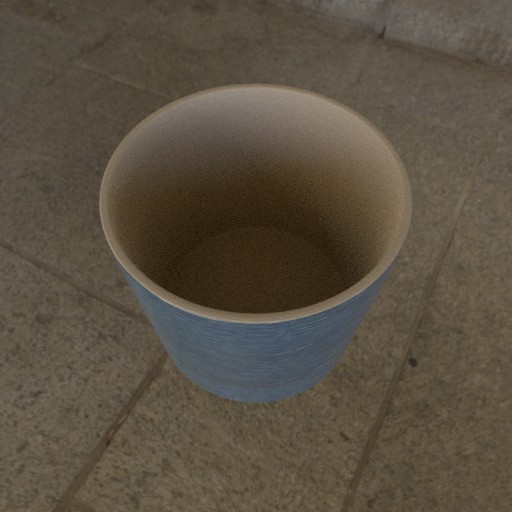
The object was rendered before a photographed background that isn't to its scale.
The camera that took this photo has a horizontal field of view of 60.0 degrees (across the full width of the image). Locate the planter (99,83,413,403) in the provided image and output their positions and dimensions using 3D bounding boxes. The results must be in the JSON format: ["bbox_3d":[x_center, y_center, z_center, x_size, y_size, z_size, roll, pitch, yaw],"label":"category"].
[{"bbox_3d":[0.000,0.000,0.403,0.221,0.201,0.221,0,57,0],"label":"planter"}]
